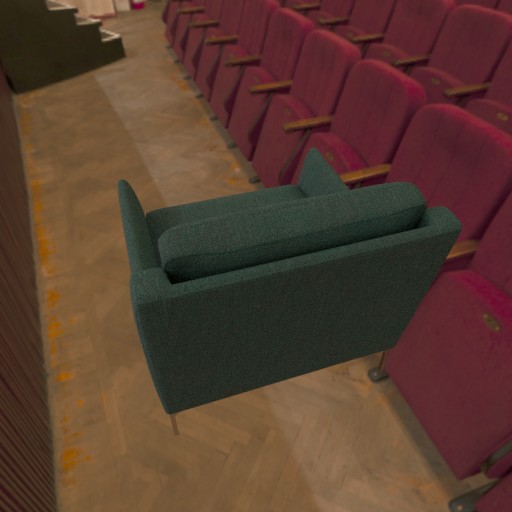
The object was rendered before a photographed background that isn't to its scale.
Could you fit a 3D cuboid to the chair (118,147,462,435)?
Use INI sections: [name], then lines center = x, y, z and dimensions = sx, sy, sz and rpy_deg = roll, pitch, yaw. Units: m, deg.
[chair]
center = 0.000, 0.000, 1.529
dimensions = 0.847, 0.828, 0.849
rpy_deg = -13, 43, -14
